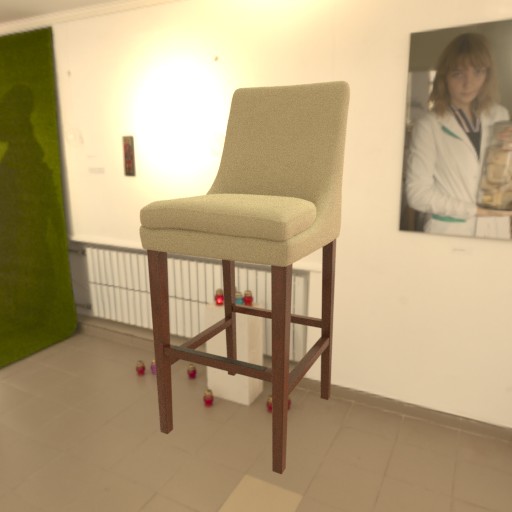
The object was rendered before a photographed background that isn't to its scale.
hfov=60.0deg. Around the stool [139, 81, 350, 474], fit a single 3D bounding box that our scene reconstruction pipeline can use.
[{"bbox_3d":[0.000,0.000,1.402,0.470,1.078,0.577,7,15,26],"label":"stool"}]
